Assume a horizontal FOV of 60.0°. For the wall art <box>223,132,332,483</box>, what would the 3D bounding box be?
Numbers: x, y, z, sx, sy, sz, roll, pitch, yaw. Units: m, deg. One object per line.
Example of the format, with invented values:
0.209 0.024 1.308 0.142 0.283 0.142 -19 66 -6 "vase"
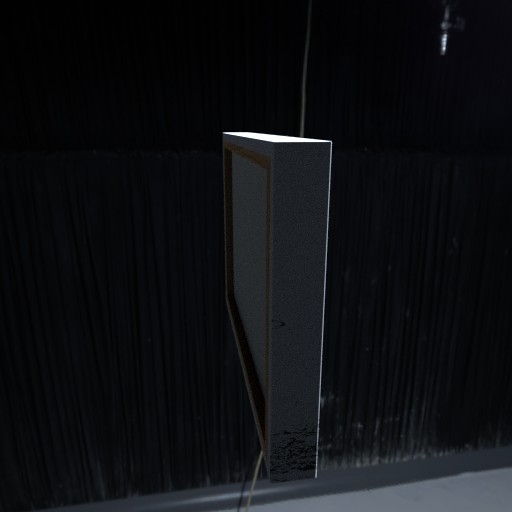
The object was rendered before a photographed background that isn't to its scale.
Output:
0.000 0.000 0.493 0.038 0.259 0.381 -2 17 -8 "wall art"
